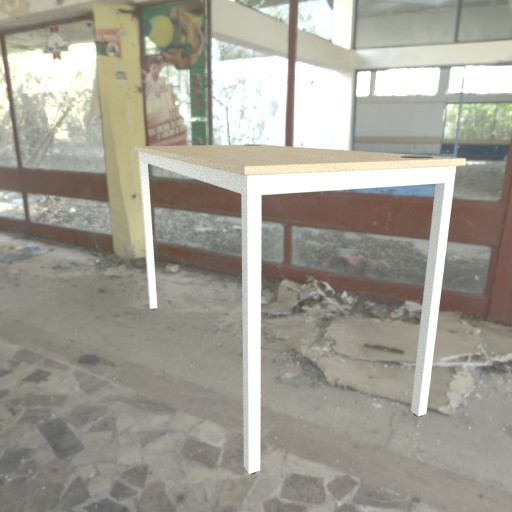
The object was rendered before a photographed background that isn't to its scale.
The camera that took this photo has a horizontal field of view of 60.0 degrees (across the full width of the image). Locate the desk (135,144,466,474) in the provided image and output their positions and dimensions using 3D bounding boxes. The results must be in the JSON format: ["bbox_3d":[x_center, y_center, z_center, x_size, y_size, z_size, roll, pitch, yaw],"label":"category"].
[{"bbox_3d":[0.000,0.000,1.609,0.600,0.750,1.200,-7,17,-24],"label":"desk"}]
